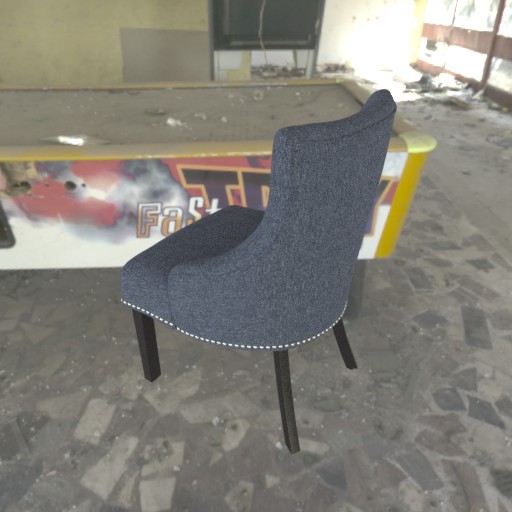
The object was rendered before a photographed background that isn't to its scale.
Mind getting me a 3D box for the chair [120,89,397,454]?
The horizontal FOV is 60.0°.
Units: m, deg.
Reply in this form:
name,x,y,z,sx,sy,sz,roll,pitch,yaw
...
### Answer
name,x,y,z,sx,sy,sz,roll,pitch,yaw
chair,0.000,0.000,1.297,0.629,0.909,0.566,20,36,30
